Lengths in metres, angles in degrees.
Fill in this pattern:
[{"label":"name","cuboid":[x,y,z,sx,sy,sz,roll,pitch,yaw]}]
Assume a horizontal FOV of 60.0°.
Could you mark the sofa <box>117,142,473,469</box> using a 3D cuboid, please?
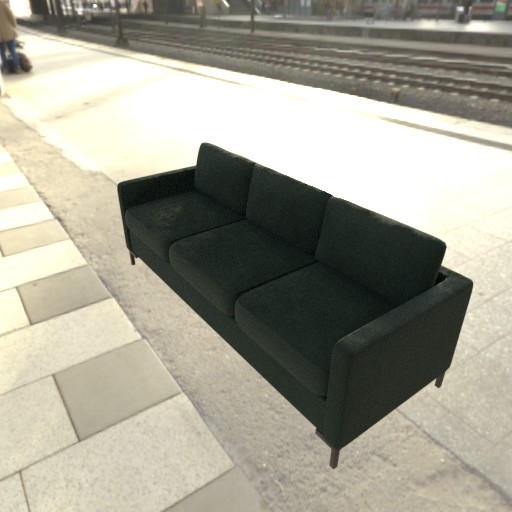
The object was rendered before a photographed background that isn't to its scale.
[{"label":"sofa","cuboid":[0.000,0.000,2.674,0.859,0.870,2.218,-20,35,-31]}]
